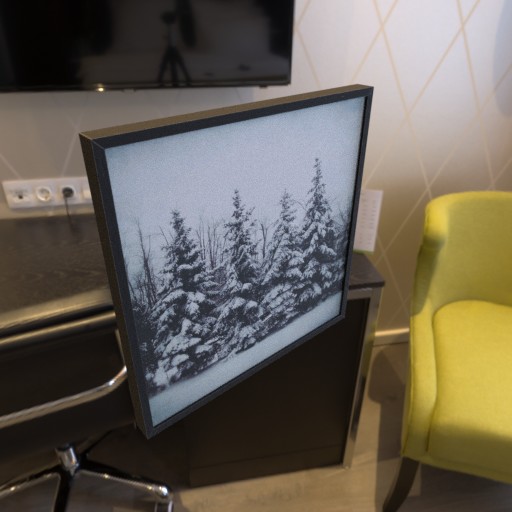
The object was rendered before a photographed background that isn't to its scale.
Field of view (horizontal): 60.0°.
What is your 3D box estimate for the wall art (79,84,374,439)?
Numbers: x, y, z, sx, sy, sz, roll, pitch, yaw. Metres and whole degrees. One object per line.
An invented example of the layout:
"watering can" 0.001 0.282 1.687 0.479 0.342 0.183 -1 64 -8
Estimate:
"wall art" 0.000 0.000 0.768 0.506 0.506 0.036 -23 38 -34
